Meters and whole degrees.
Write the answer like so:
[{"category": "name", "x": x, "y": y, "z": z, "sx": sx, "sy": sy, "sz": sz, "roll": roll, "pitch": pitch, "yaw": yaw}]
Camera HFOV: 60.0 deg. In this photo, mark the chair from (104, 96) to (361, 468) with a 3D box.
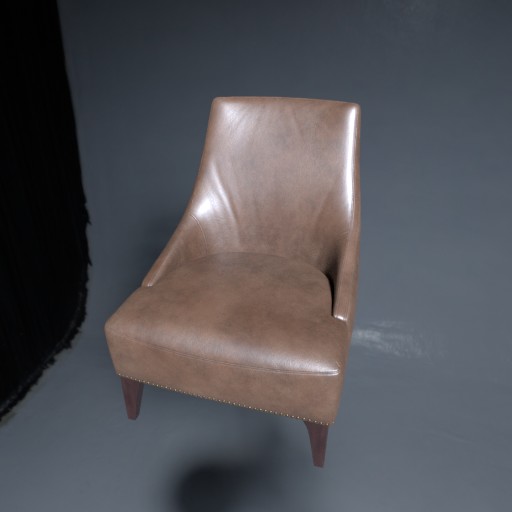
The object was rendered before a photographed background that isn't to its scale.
[{"category": "chair", "x": 0.000, "y": 0.000, "z": 1.497, "sx": 0.701, "sy": 0.909, "sz": 0.861, "roll": 8, "pitch": 29, "yaw": 15}]
